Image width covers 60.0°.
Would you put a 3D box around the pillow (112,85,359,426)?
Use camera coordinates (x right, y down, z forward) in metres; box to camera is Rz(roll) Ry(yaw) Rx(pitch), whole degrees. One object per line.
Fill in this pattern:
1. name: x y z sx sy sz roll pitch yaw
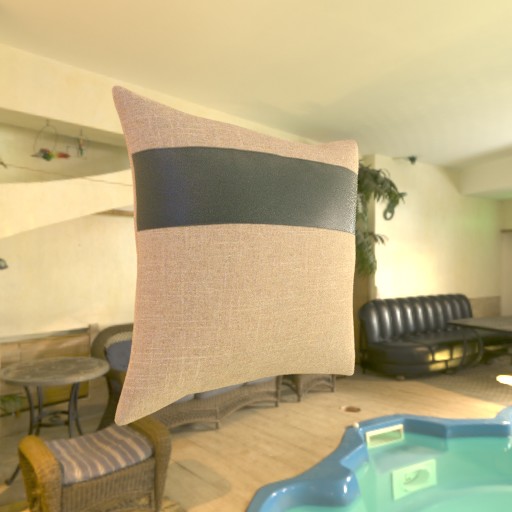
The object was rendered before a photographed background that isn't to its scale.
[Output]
1. pillow: 0.000 0.000 0.636 0.414 0.399 0.173 1 -1 -36
